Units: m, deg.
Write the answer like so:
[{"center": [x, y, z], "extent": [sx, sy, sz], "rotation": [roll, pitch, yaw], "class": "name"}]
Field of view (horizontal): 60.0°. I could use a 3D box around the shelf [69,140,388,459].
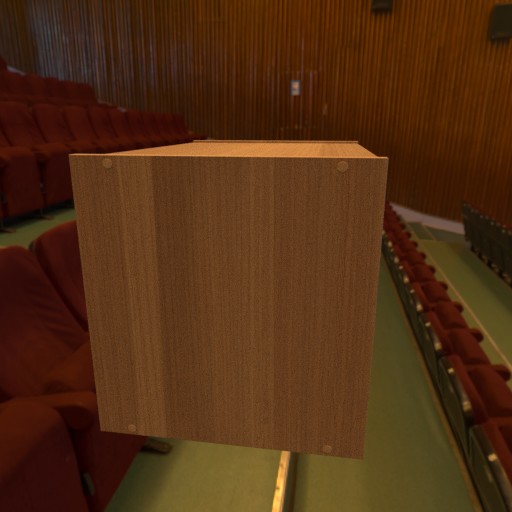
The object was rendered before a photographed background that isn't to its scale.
[{"center": [0.000, 0.000, 0.632], "extent": [0.290, 0.305, 0.415], "rotation": [3, 17, 9], "class": "shelf"}]
